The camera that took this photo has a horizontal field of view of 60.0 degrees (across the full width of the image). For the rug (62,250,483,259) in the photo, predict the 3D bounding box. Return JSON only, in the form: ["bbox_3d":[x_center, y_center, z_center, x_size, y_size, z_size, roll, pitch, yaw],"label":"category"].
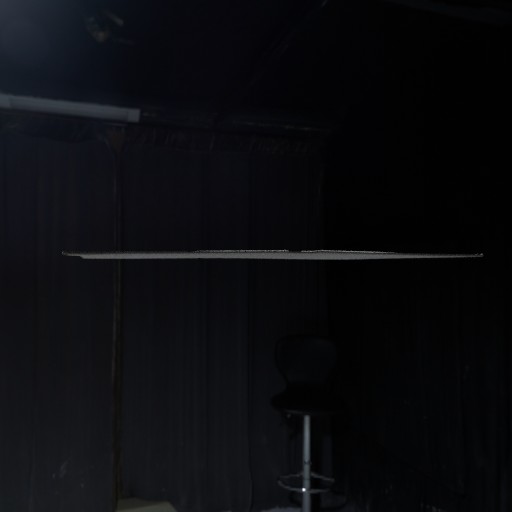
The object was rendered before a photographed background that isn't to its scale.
[{"bbox_3d":[0.000,0.000,3.773,2.869,0.038,2.032,0,-1,-18],"label":"rug"}]
